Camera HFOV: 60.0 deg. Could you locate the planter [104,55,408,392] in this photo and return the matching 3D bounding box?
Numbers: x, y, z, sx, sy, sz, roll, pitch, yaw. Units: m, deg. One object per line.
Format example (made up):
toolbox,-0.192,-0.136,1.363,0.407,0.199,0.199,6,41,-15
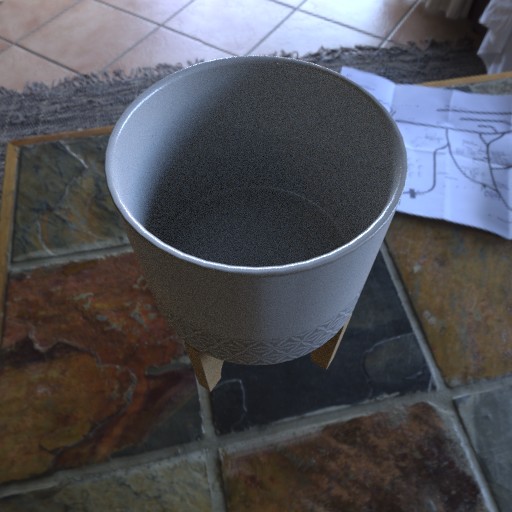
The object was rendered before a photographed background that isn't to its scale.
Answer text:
planter,0.000,0.000,0.512,0.249,0.343,0.249,0,57,0
